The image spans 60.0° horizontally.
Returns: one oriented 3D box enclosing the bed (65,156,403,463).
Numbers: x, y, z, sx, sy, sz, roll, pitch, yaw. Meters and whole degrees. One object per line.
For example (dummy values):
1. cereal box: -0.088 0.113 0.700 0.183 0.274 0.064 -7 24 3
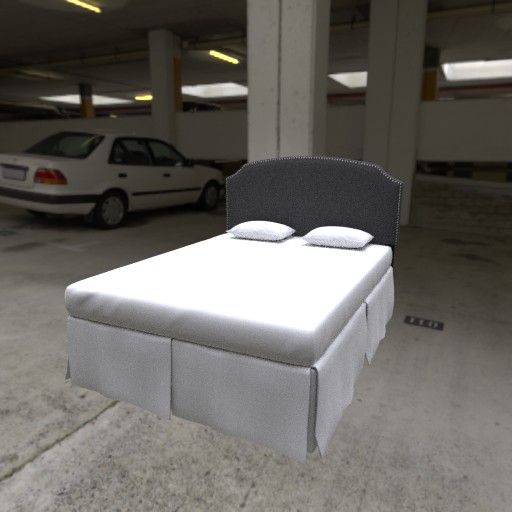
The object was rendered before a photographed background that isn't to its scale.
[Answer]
1. bed: 0.000 0.000 2.924 1.558 1.270 1.999 6 15 25
